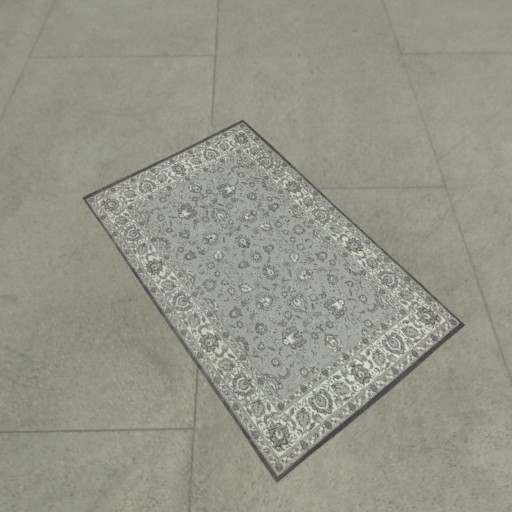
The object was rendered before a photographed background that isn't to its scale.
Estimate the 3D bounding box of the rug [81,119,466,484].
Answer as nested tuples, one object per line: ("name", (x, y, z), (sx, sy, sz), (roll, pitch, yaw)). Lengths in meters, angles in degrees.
("rug", (0.000, 0.000, 3.087), (1.524, 0.011, 2.438), (-32, 62, -19))
